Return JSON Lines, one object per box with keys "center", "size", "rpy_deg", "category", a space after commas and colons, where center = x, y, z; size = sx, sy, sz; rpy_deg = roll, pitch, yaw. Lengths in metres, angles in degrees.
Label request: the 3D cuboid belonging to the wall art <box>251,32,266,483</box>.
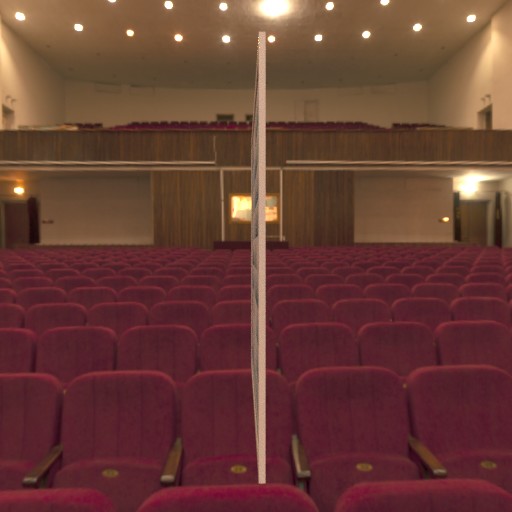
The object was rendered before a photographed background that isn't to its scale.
{"center": [0.000, 0.000, 1.199], "size": [0.012, 0.809, 0.809], "rpy_deg": [0, 1, -2], "category": "wall art"}
